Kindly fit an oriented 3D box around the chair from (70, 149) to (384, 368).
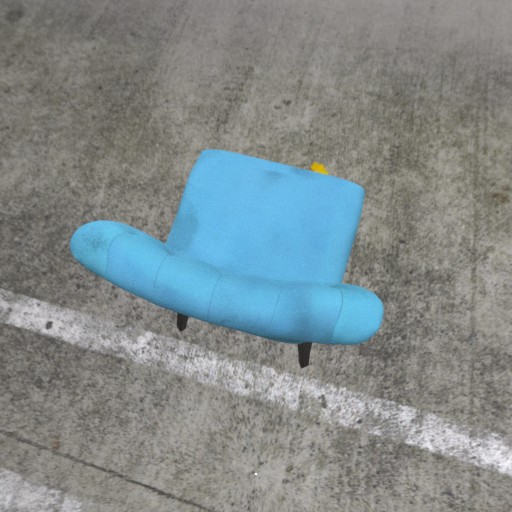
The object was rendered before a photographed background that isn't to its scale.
[{"bbox_3d":[0.000,0.000,1.205,0.582,0.750,0.605,15,65,7],"label":"chair"}]
